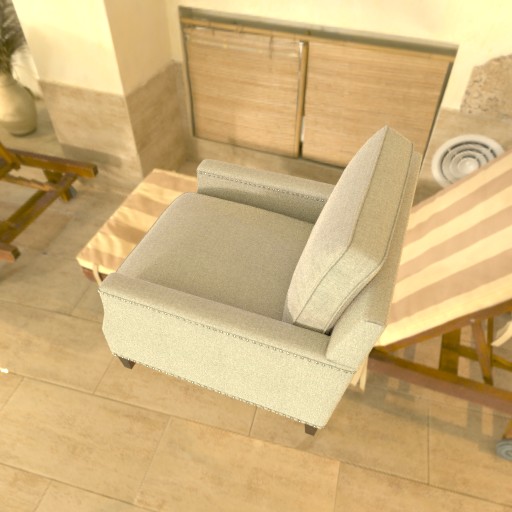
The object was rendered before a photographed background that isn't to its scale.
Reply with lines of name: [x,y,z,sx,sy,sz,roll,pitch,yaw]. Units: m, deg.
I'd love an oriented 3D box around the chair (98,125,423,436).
chair: [0.000,0.000,1.734,1.014,0.943,0.853,15,47,14]
